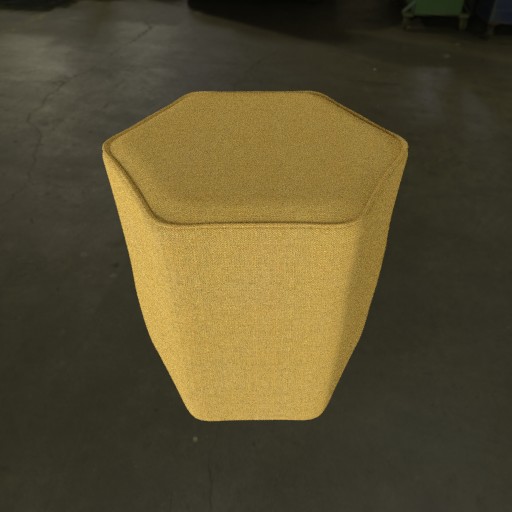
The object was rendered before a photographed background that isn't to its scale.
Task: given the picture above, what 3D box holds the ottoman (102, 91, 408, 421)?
[{"bbox_3d":[0.000,0.000,0.865,0.494,0.502,0.443,0,42,0],"label":"ottoman"}]
